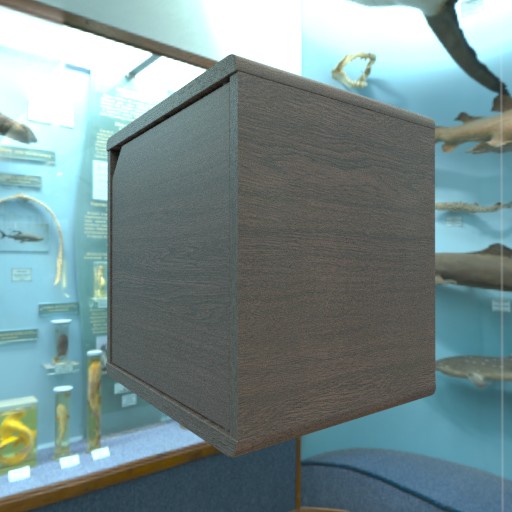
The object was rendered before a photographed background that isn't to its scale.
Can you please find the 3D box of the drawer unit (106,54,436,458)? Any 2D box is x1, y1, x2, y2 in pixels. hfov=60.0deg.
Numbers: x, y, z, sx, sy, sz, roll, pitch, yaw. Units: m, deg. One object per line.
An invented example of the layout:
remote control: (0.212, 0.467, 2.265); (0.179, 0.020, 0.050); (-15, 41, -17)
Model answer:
drawer unit: (0.000, 0.000, 0.591); (0.290, 0.344, 0.344); (0, 0, -36)
